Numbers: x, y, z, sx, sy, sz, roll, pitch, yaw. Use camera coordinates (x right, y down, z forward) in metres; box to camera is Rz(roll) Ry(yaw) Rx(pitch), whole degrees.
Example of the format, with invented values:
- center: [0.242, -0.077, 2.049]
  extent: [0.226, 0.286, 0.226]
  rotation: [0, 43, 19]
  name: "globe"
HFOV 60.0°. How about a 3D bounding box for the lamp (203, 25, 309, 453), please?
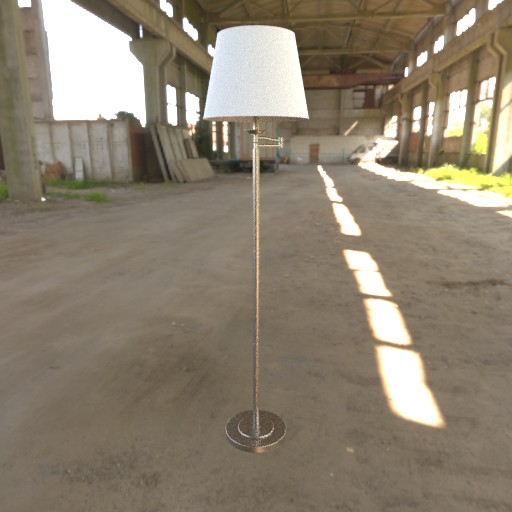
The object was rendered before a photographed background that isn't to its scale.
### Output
- center: [0.000, 0.000, 1.615]
  extent: [0.355, 1.473, 0.355]
  rotation: [0, 14, 0]
  name: "lamp"
